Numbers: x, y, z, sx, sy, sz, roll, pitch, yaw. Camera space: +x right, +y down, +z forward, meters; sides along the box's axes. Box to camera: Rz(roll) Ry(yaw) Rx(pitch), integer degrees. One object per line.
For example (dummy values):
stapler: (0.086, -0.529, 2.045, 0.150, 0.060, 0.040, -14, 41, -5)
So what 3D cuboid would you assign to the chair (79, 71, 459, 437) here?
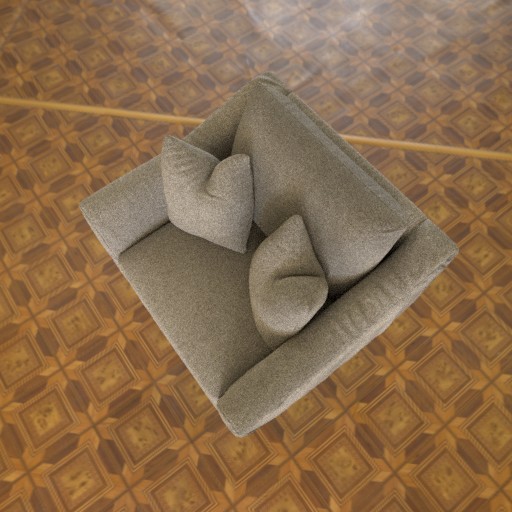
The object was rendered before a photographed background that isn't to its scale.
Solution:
chair: (0.000, 0.000, 2.038, 1.071, 1.059, 1.194, -35, 69, -15)
